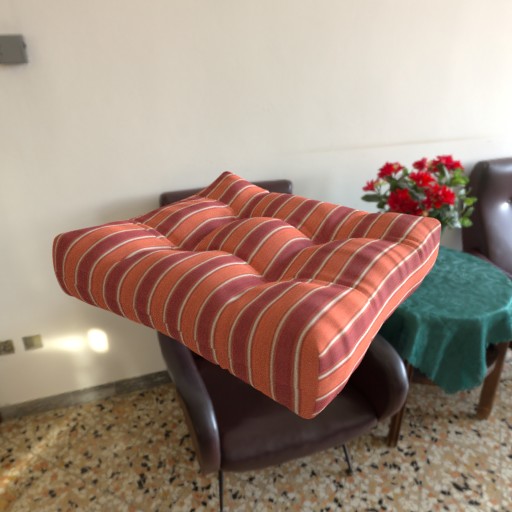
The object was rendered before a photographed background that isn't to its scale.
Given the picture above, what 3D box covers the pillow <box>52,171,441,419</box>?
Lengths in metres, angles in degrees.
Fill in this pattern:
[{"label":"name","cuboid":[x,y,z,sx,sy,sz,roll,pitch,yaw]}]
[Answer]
[{"label":"pillow","cuboid":[0.000,0.000,0.743,0.490,0.133,0.468,17,31,31]}]
